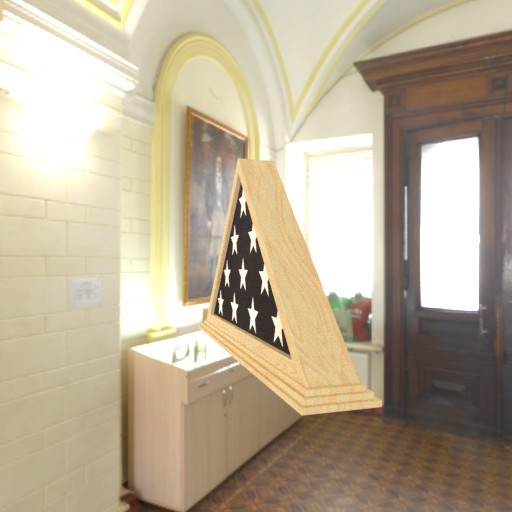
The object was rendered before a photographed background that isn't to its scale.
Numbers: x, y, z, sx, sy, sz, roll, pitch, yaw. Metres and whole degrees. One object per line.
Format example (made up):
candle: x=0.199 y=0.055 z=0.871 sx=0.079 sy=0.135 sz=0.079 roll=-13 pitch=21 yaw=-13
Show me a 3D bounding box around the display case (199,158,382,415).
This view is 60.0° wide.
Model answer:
display case: x=0.000 y=0.000 z=0.780 sx=0.095 sy=0.340 sz=0.640 roll=0 pitch=-1 yaw=-17
